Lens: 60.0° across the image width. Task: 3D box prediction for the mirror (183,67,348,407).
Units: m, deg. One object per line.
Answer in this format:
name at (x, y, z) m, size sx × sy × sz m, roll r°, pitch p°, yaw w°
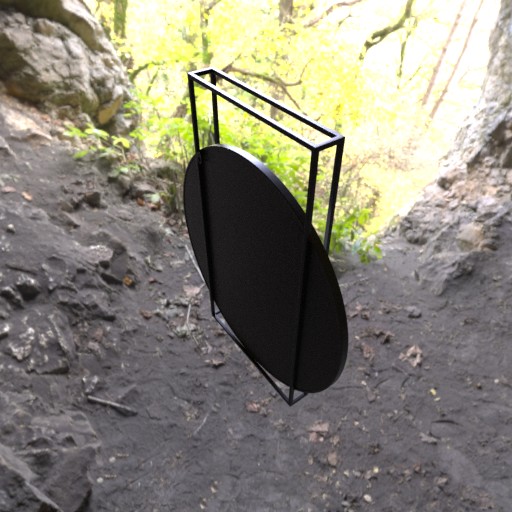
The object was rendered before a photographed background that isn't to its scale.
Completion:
mirror at (0.000, 0.000, 0.843) m, size 0.051 × 0.603 × 0.508 m, roll -26°, pitch 48°, yaw -26°
